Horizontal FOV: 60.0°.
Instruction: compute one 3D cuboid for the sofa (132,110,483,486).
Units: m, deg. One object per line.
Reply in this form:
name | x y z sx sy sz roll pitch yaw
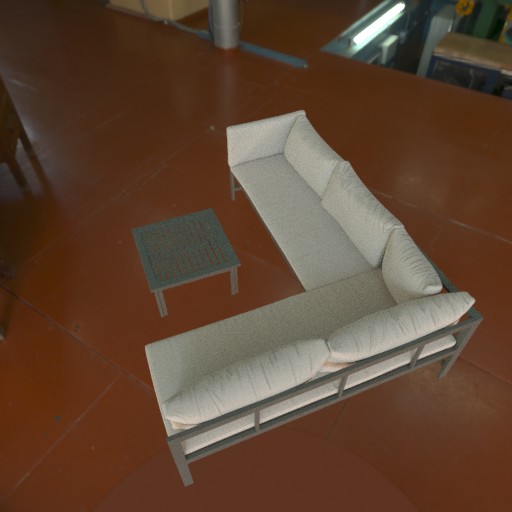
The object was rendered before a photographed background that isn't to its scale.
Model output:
sofa | 0.000 0.000 2.893 1.658 0.758 2.096 -17 50 -15
